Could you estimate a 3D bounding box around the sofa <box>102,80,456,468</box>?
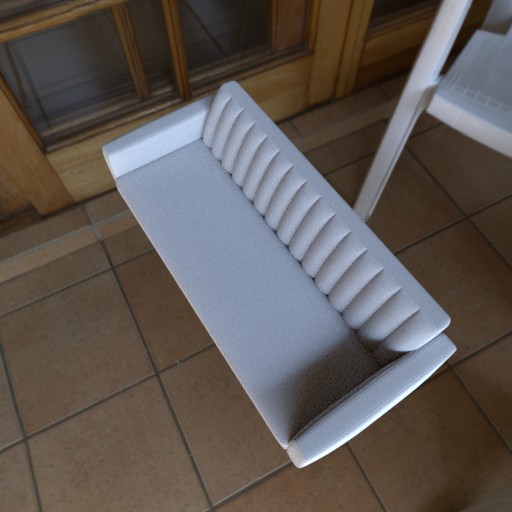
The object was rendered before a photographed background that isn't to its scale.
[{"bbox_3d":[0.000,0.000,2.751,0.990,0.821,2.291,-31,67,-15],"label":"sofa"}]
